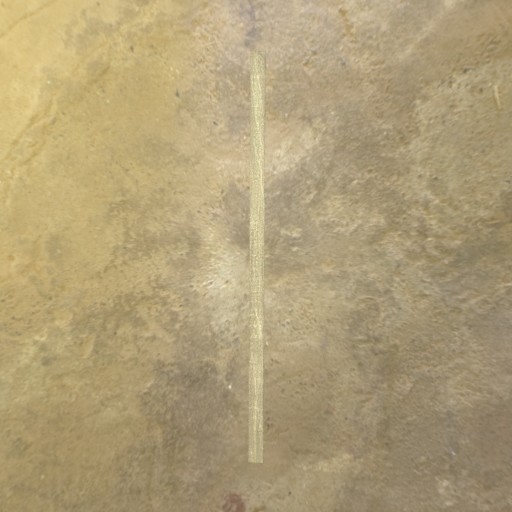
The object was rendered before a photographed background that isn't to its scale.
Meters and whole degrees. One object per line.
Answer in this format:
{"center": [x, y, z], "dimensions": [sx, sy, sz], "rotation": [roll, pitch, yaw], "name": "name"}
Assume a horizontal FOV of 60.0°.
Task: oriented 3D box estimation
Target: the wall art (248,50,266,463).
{"center": [0.000, 0.000, 1.349], "dimensions": [0.035, 1.022, 0.781], "rotation": [0, 90, 0], "name": "wall art"}
